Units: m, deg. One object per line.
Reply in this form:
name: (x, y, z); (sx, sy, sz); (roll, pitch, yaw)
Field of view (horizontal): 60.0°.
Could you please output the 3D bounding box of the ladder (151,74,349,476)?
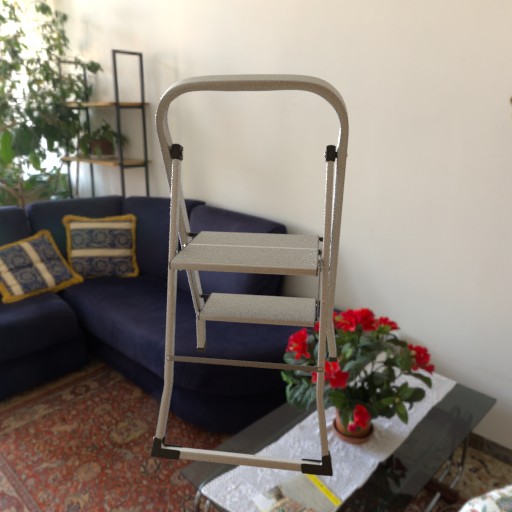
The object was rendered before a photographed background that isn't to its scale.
ladder: (0.000, 0.000, 1.115); (0.465, 0.830, 0.530); (2, 17, 8)
